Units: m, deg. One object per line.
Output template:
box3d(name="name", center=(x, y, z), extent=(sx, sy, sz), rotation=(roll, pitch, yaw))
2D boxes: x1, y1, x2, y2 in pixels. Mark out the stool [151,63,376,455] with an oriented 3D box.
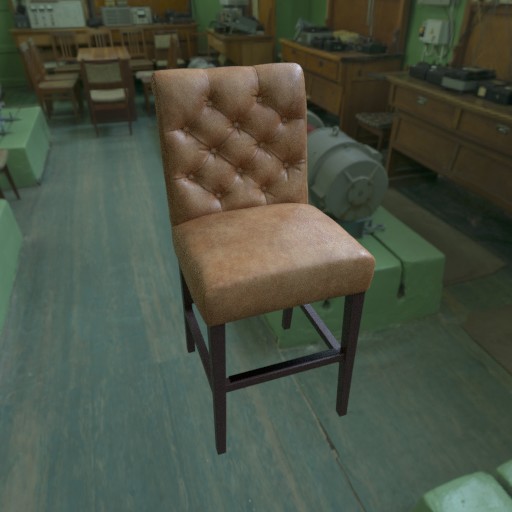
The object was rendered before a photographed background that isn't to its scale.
box3d(name="stool", center=(0.000, 0.000, 1.404), extent=(0.493, 1.047, 0.601), rotation=(-11, 34, -16))
